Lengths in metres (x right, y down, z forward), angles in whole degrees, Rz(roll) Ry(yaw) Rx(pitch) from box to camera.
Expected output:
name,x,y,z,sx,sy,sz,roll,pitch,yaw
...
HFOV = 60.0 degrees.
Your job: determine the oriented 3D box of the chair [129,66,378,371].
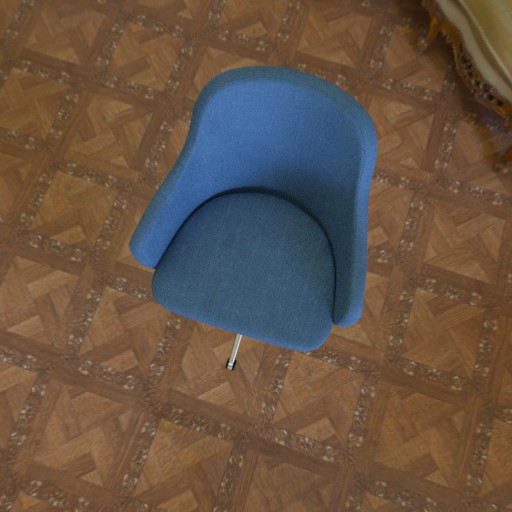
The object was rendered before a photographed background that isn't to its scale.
name,x,y,z,sx,sy,sz,roll,pitch,yaw
chair,0.000,0.000,1.275,0.599,0.820,0.655,17,76,4
